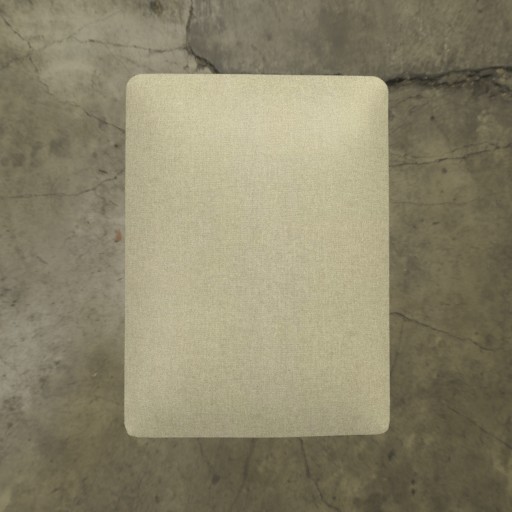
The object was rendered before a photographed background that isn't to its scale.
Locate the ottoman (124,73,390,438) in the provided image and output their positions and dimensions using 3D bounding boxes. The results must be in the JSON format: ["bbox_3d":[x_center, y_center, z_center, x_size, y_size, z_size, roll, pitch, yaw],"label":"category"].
[{"bbox_3d":[0.000,0.000,1.216,0.619,0.504,0.843,0,89,-1],"label":"ottoman"}]
